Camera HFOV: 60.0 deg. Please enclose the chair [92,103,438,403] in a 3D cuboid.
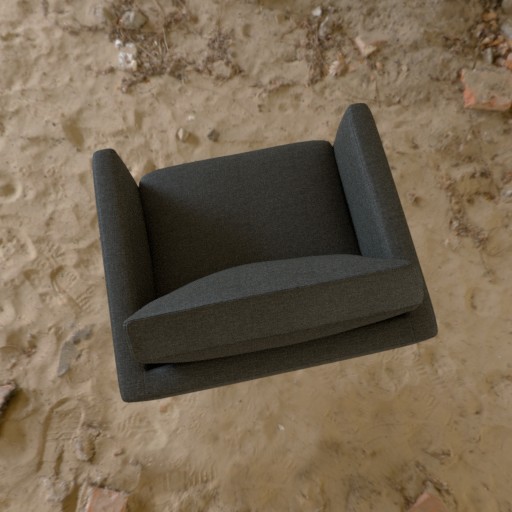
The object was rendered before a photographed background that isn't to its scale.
[{"bbox_3d":[0.000,0.000,1.831,1.107,0.963,0.959,-11,76,-3],"label":"chair"}]
